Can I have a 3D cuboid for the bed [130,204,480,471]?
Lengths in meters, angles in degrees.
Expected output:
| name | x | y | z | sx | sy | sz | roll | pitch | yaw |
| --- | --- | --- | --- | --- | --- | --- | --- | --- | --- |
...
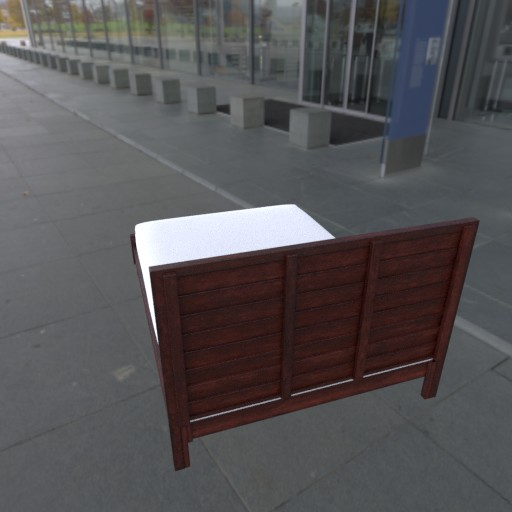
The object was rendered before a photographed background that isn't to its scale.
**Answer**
| name | x | y | z | sx | sy | sz | roll | pitch | yaw |
| --- | --- | --- | --- | --- | --- | --- | --- | --- | --- |
| bed | 0.000 | 0.000 | 3.974 | 2.040 | 1.492 | 2.803 | -9 | 29 | -17 |
